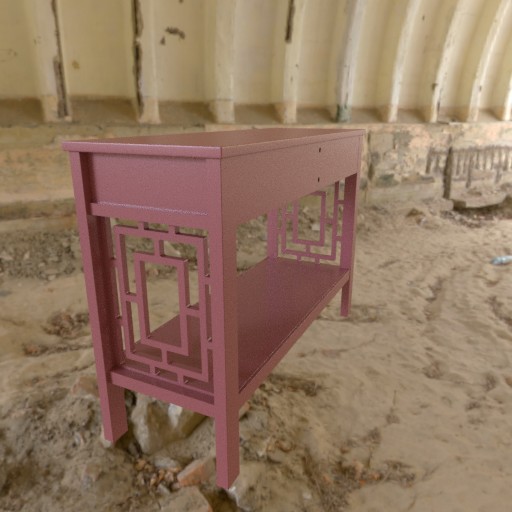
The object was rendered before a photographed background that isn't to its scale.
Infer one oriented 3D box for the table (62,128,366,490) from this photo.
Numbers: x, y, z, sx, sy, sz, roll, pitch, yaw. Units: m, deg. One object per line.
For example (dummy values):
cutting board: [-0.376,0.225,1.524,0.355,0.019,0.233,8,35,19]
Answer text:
table: [0.000,0.000,1.411,0.397,0.753,1.068,9,20,25]
